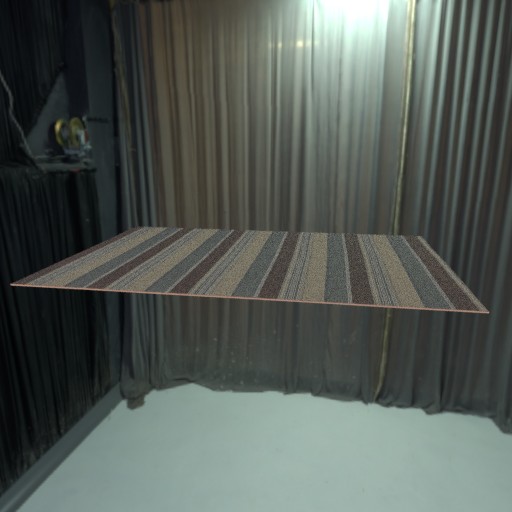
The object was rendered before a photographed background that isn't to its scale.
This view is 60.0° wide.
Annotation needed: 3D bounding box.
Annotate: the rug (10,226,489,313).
[{"bbox_3d":[0.000,0.000,2.243,1.829,0.008,1.219,2,15,9],"label":"rug"}]
